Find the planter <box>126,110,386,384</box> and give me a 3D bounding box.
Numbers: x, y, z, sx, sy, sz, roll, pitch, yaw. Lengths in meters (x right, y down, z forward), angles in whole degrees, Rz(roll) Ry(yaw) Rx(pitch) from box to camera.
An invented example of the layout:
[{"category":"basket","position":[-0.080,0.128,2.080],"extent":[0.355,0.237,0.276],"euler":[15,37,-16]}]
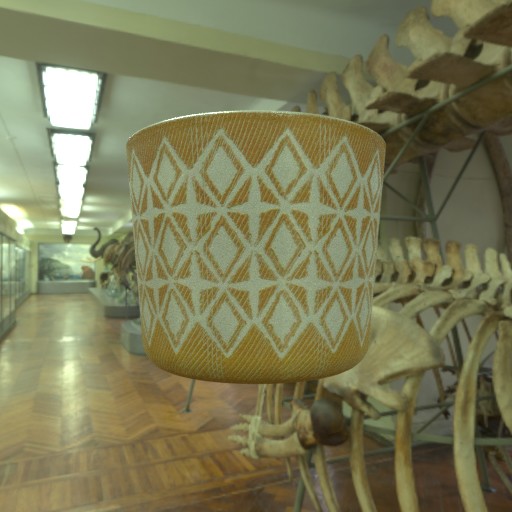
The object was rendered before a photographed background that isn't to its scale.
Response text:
[{"category":"planter","position":[0.000,0.000,0.224],"extent":[0.126,0.104,0.126],"euler":[0,-1,0]}]
